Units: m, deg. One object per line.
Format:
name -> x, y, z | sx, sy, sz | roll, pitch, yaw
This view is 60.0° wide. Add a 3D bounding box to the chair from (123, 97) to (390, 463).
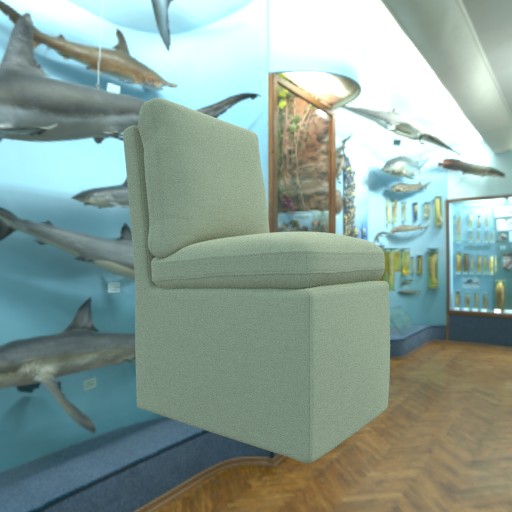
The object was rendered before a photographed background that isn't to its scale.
chair -> 0.000, 0.000, 1.354 | 0.698, 0.927, 0.503 | 0, 0, 37
